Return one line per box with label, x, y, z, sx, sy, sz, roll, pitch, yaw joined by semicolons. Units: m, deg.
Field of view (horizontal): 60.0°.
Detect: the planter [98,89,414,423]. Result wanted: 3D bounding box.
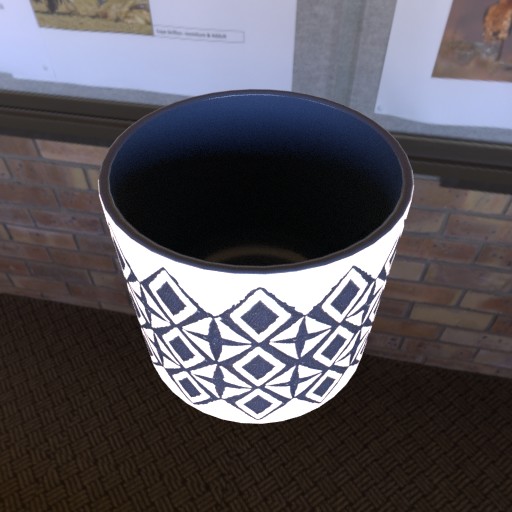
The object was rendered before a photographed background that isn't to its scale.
planter;0.000;0.000;0.319;0.182;0.165;0.182;0;46;0
